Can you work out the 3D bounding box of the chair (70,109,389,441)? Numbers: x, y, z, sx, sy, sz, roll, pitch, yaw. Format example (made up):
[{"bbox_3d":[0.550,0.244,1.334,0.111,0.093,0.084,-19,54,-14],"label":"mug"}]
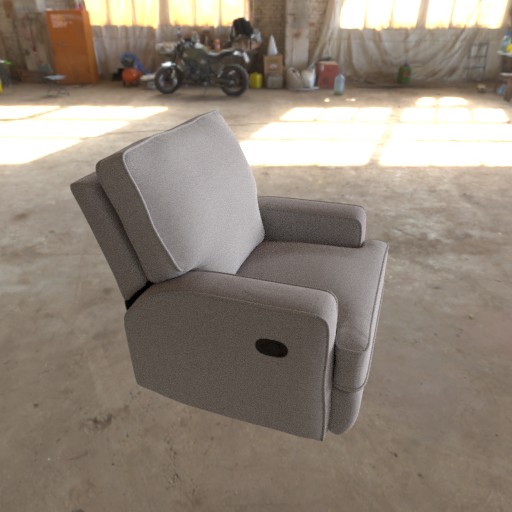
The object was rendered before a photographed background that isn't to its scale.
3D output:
[{"bbox_3d":[0.000,0.000,1.703,0.969,0.964,0.861,10,31,17],"label":"chair"}]
